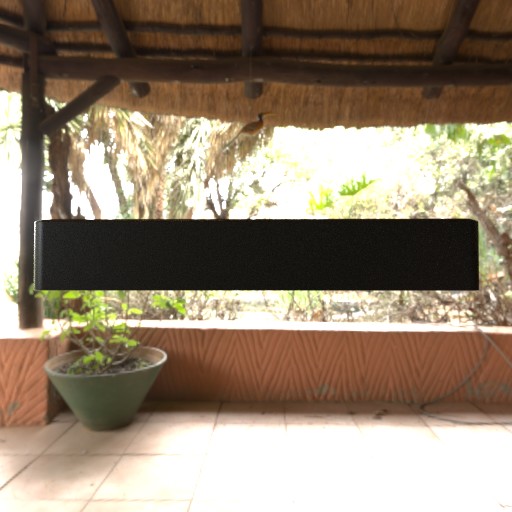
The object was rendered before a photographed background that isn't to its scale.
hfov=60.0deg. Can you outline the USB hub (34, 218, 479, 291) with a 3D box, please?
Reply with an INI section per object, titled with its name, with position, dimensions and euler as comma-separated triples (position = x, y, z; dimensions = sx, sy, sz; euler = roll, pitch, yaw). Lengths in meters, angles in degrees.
[USB hub]
position = 0.000, 0.000, 0.163
dimensions = 0.145, 0.023, 0.044
euler = 0, -1, 1
